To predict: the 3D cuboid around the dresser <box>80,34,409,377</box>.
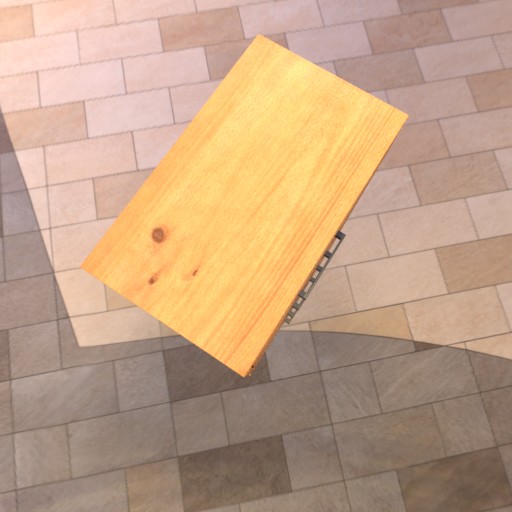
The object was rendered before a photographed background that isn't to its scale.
[{"bbox_3d":[0.000,0.000,1.660,0.479,1.240,0.761,32,78,8],"label":"dresser"}]
